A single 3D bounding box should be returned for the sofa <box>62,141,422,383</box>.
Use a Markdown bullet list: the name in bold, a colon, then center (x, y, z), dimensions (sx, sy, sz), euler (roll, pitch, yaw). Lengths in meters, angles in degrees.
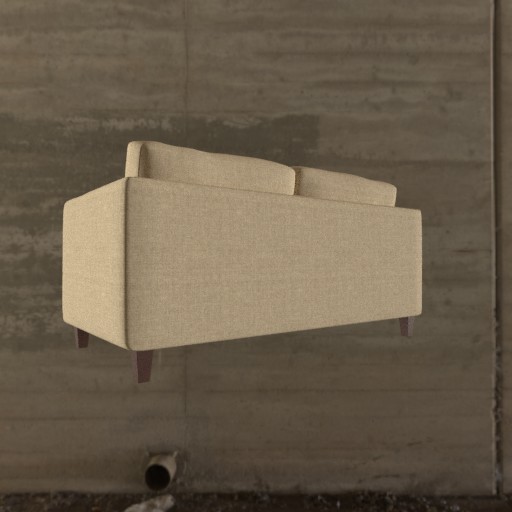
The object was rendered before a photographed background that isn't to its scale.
- **sofa**: center (0.000, 0.000, 2.519), dimensions (1.884, 0.963, 0.950), euler (0, -1, -37)
